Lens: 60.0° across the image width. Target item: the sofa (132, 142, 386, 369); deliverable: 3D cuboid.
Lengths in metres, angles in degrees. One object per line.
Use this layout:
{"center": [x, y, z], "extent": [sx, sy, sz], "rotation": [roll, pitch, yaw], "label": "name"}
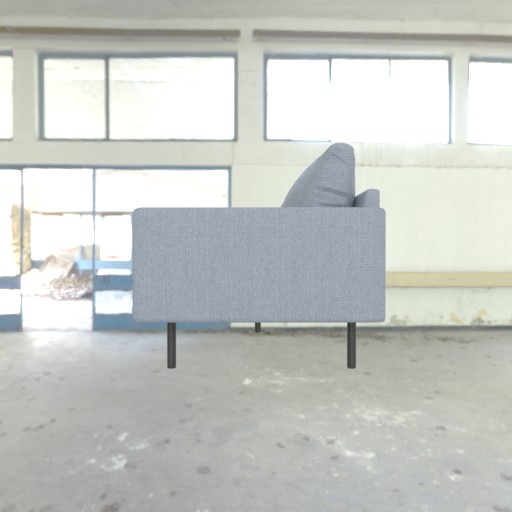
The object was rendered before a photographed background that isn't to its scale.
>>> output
{"center": [0.000, 0.000, 2.433], "extent": [0.850, 0.830, 2.000], "rotation": [0, 0, 0], "label": "sofa"}
